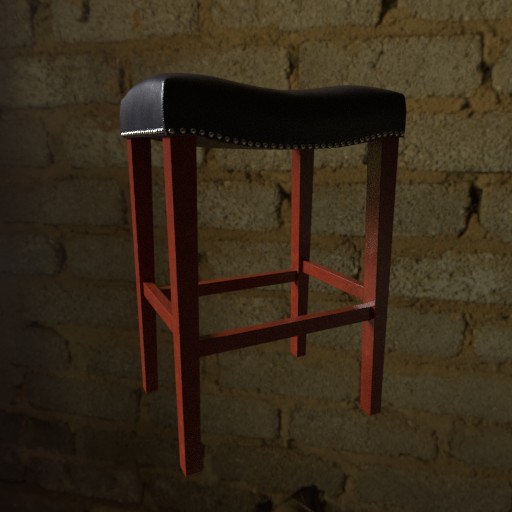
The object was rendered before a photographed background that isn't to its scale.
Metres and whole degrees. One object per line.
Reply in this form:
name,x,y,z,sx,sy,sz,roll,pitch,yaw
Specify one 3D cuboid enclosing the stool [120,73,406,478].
stool,0.000,0.000,1.014,0.504,0.742,0.372,-7,16,-26
